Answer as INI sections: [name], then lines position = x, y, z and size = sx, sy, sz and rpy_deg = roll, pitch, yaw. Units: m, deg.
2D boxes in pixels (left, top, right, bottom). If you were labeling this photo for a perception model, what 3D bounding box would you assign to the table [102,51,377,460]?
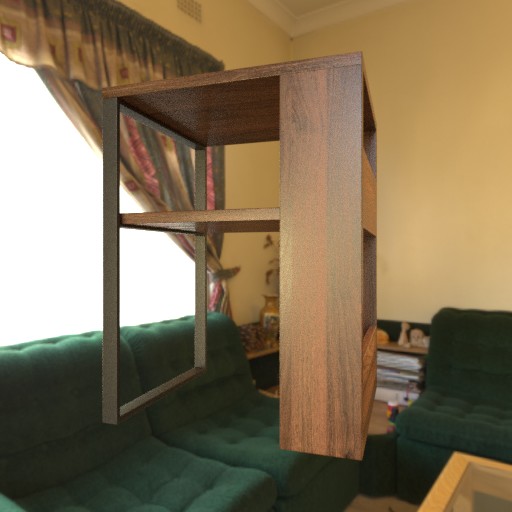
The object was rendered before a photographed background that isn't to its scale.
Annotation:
[table]
position = 0.000, 0.000, 1.561
size = 0.786, 1.041, 0.660
rpy_deg = 0, 0, 18
